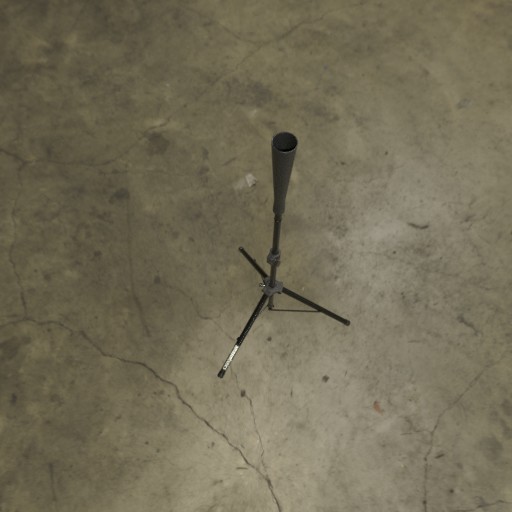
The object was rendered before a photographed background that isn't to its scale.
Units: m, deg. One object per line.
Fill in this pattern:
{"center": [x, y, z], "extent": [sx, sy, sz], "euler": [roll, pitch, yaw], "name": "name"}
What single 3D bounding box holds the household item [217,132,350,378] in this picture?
{"center": [0.000, 0.000, 1.368], "extent": [0.559, 1.067, 0.559], "euler": [-35, 69, -16], "name": "household item"}
